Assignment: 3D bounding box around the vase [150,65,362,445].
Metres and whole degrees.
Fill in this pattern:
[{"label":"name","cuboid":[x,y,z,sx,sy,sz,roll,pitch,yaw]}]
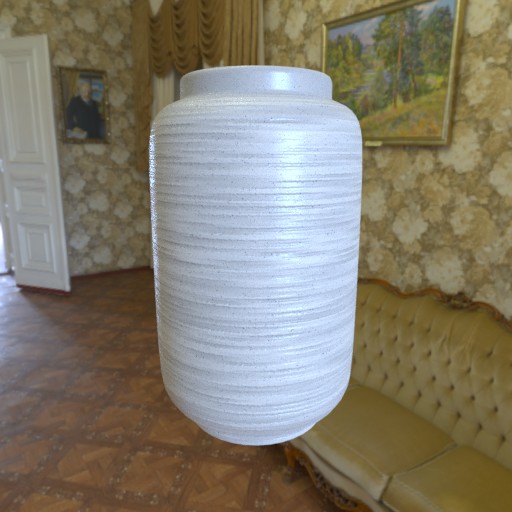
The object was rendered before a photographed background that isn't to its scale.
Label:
[{"label":"vase","cuboid":[0.000,0.000,0.448,0.202,0.335,0.202,0,13,0]}]
